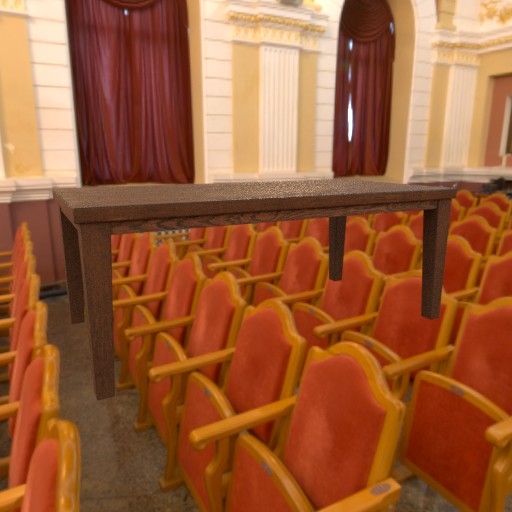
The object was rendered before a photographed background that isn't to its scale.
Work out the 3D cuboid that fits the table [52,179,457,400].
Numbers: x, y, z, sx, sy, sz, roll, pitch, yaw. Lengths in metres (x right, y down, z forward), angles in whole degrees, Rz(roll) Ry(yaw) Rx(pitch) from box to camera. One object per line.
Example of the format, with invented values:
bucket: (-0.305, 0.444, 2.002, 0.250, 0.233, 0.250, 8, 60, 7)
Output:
table: (0.000, 0.000, 2.519, 1.981, 0.762, 1.016, -7, 15, -27)
